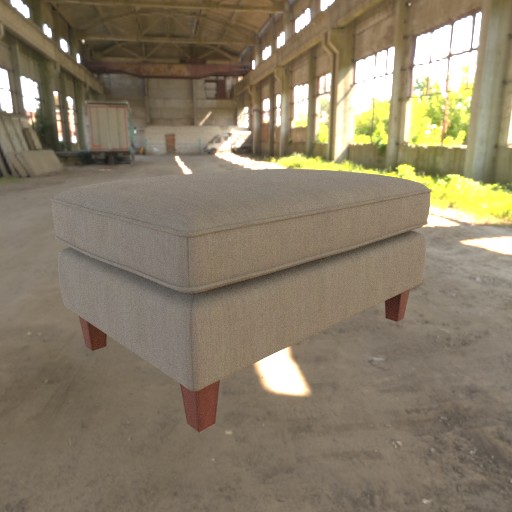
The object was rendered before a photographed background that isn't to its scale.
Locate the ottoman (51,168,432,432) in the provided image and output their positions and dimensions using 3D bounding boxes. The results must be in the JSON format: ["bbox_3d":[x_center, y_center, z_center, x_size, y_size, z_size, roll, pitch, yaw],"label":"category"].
[{"bbox_3d":[0.000,0.000,1.298,0.941,0.480,0.636,-14,21,-42],"label":"ottoman"}]
